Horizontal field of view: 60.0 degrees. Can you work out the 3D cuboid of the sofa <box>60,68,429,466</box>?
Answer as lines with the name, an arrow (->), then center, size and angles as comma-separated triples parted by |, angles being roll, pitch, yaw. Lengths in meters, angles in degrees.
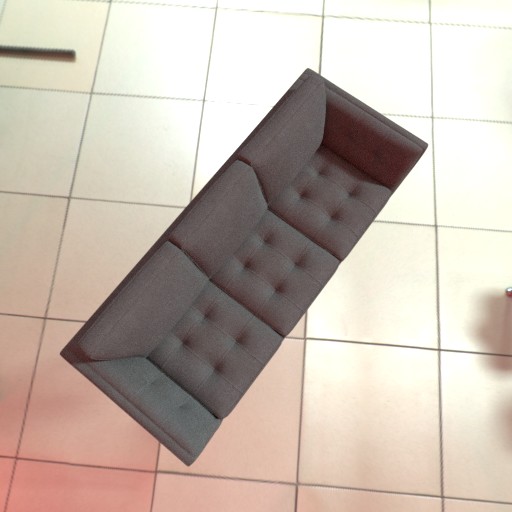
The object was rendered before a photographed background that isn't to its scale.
sofa -> 0.000, 0.000, 2.946 | 0.965, 0.940, 2.387 | 37, 78, 9
